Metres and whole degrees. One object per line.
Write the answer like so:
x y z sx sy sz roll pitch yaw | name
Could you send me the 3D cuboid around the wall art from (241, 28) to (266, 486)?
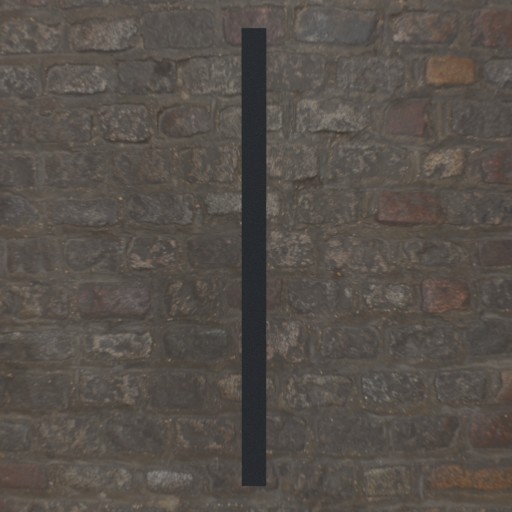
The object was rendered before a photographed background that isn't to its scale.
0.000 0.000 0.768 0.031 0.457 0.558 0 91 1 | wall art
